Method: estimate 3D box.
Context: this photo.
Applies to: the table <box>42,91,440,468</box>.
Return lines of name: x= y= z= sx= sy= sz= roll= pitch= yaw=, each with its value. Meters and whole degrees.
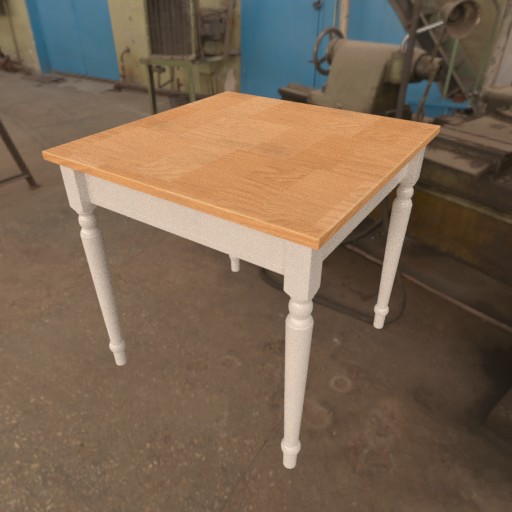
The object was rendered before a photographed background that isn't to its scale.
table: x=0.000 y=0.000 z=1.358 sx=0.747 sy=0.738 sz=0.747 roll=20 pitch=38 yaw=28
